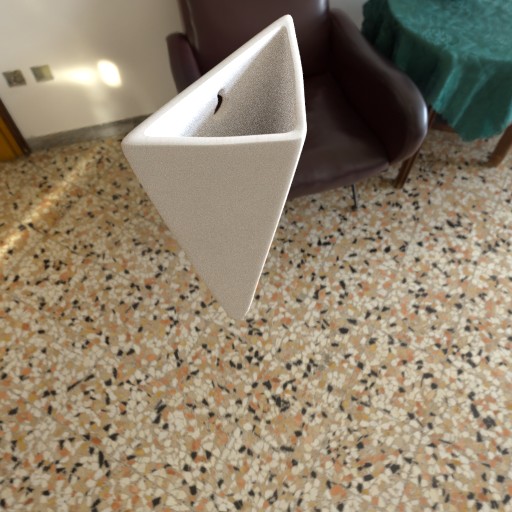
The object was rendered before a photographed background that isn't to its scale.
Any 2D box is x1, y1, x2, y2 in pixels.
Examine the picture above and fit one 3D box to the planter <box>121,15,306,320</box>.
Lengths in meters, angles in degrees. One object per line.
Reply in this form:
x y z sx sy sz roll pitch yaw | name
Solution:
0.000 0.000 0.382 0.065 0.338 0.143 34 64 19 | planter
